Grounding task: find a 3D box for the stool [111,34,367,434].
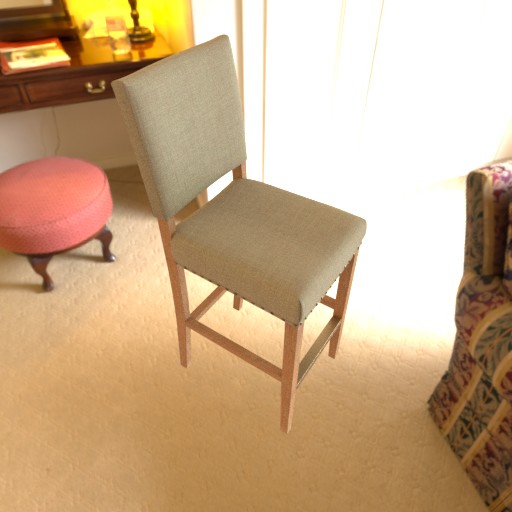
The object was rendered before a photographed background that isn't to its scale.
[{"bbox_3d":[0.000,0.000,1.489,0.585,1.203,0.445,24,48,24],"label":"stool"}]
